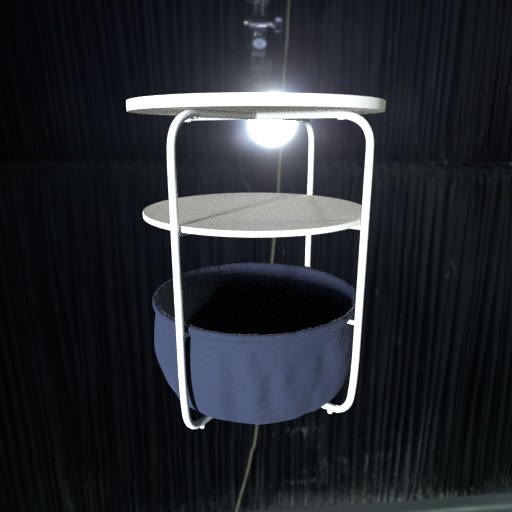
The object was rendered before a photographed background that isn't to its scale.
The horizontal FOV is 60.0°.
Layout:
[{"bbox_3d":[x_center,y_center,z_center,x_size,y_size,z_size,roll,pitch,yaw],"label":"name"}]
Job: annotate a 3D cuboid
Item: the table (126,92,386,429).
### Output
[{"bbox_3d":[0.000,0.000,0.814,0.418,0.532,0.418,-3,16,-10],"label":"table"}]
